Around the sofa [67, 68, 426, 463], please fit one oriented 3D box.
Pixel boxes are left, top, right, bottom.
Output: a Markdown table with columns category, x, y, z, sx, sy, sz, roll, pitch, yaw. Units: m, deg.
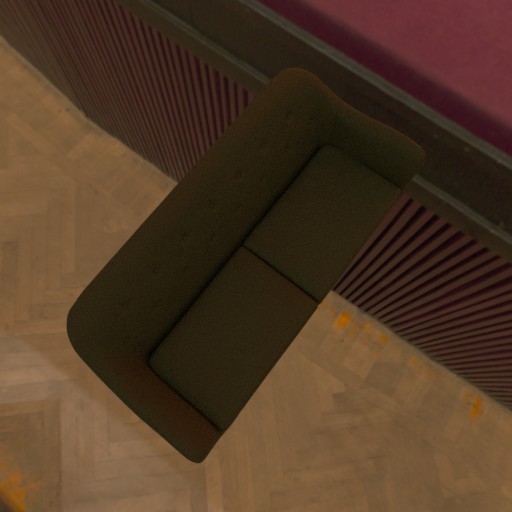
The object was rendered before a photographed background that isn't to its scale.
| category | x | y | z | sx | sy | sz | roll | pitch | yaw |
| --- | --- | --- | --- | --- | --- | --- | --- | --- | --- |
| sofa | 0.000 | 0.000 | 2.267 | 0.820 | 0.836 | 1.840 | 37 | 78 | 9 |
